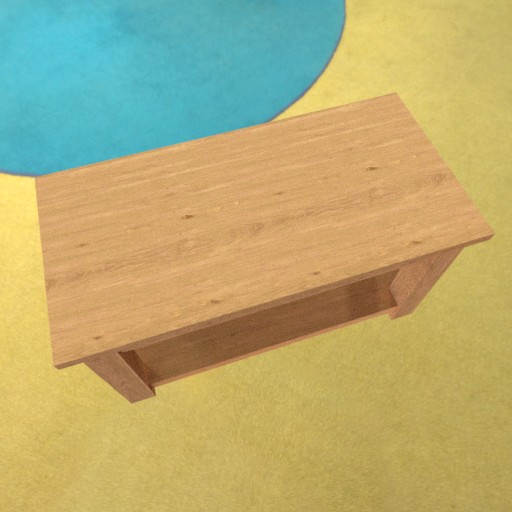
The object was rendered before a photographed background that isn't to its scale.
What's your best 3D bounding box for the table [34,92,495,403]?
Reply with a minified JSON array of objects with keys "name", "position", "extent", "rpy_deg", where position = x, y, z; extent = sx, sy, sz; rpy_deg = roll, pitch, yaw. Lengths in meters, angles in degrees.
[{"name":"table","position":[0.000,0.000,1.153],"extent":[0.899,0.452,0.450],"rpy_deg":[-16,62,-9]}]
